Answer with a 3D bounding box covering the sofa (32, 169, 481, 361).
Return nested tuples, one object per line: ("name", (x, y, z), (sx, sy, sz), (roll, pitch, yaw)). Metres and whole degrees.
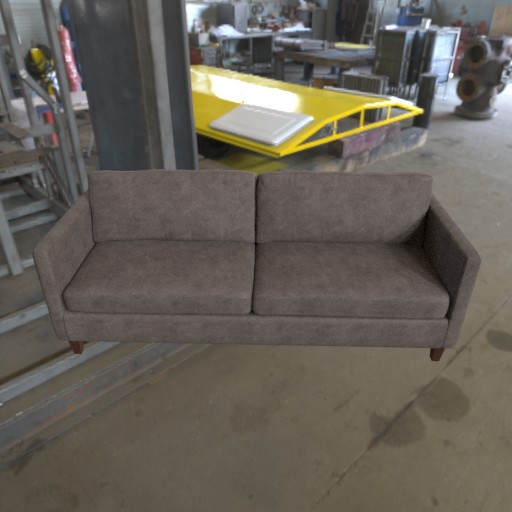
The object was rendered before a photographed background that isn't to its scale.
("sofa", (0.000, 0.000, 2.872), (2.434, 0.965, 0.951), (1, 31, 1))
